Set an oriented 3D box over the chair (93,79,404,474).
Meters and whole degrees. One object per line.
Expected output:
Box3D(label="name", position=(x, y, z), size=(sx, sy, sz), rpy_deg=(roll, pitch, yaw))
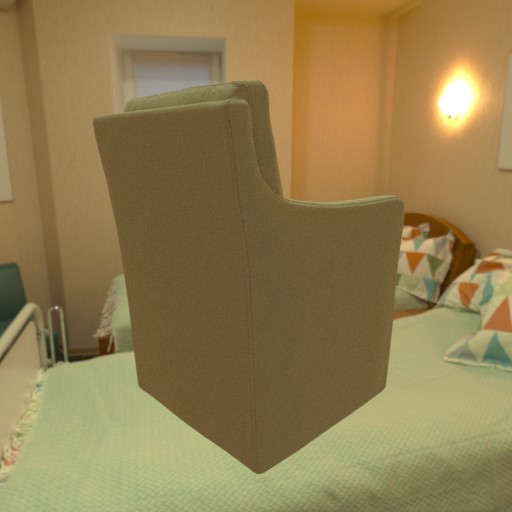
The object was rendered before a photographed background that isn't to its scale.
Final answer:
Box3D(label="chair", position=(0.000, 0.000, 1.333), size=(0.694, 0.914, 0.626), rpy_deg=(-13, 18, -42))
